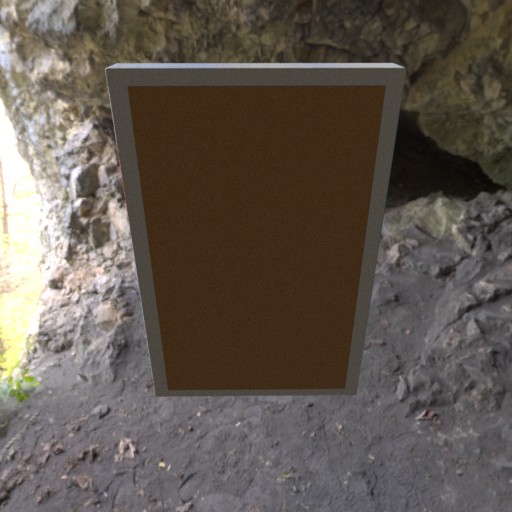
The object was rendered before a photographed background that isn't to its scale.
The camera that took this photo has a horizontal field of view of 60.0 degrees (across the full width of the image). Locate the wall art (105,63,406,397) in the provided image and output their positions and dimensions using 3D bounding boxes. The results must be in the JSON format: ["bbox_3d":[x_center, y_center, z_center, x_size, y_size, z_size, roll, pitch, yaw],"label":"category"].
[{"bbox_3d":[0.000,0.000,0.477,0.251,0.380,0.039,0,29,-1],"label":"wall art"}]
